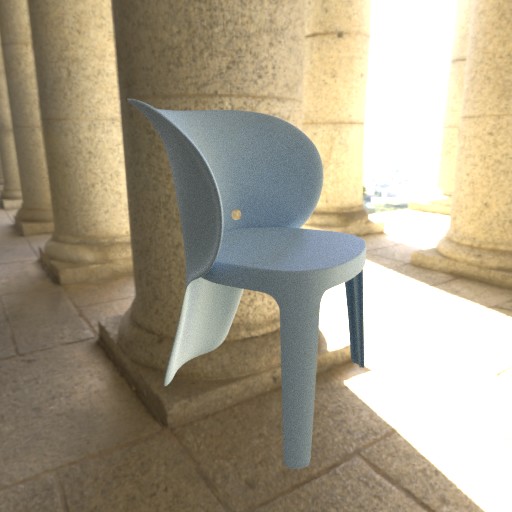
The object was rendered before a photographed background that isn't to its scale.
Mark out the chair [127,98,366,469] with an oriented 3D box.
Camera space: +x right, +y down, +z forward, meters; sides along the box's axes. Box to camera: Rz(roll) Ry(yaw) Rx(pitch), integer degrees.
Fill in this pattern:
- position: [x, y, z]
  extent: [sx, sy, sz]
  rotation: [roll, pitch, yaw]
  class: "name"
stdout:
- position: [0.000, 0.000, 0.846]
  extent: [0.402, 0.554, 0.451]
  rotation: [8, 17, 27]
  class: "chair"
